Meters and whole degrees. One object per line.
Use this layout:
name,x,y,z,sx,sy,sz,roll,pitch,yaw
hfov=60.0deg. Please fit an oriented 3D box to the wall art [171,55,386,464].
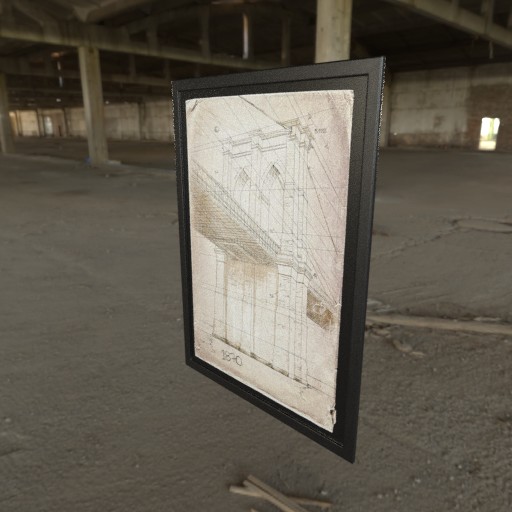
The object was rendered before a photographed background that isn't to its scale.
wall art,0.000,0.000,1.246,0.707,0.967,0.013,16,22,42
